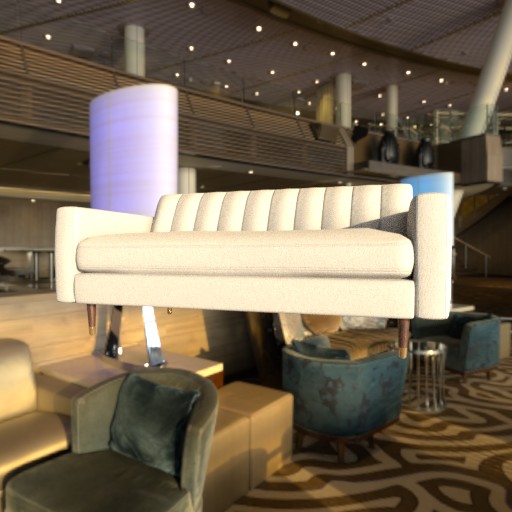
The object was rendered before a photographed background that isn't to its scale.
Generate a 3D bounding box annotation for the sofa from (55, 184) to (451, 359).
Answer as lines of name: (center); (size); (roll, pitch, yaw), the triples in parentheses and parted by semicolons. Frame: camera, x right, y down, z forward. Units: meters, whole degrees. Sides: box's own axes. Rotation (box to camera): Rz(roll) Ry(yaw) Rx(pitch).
sofa: (0.000, 0.000, 2.411); (1.895, 0.814, 0.969); (0, 1, 19)
